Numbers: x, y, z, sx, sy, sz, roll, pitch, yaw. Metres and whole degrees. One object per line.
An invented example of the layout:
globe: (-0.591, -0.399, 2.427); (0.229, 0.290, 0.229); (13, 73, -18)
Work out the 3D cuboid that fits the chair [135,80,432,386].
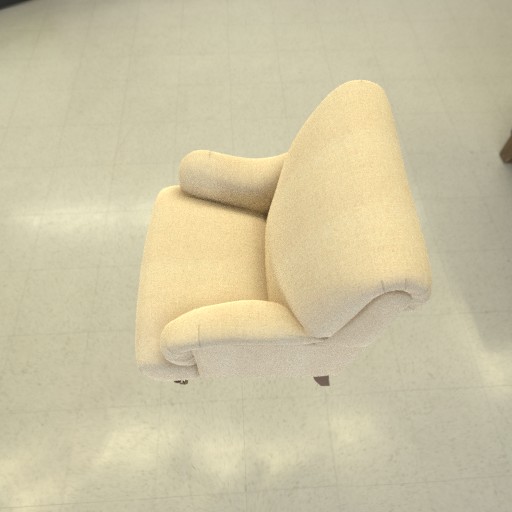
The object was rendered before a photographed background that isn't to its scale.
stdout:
chair: (0.000, 0.000, 1.551); (0.842, 0.944, 0.766); (0, 58, 0)
